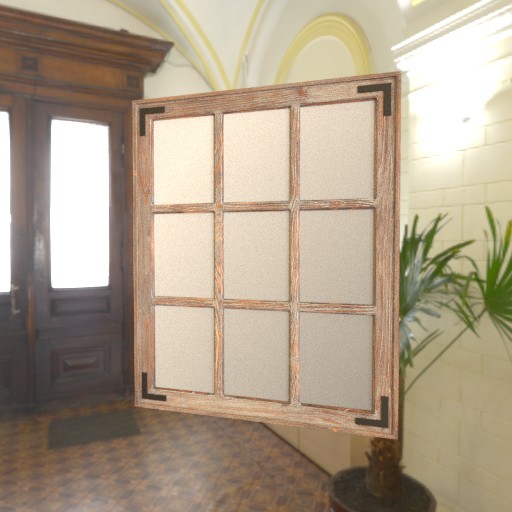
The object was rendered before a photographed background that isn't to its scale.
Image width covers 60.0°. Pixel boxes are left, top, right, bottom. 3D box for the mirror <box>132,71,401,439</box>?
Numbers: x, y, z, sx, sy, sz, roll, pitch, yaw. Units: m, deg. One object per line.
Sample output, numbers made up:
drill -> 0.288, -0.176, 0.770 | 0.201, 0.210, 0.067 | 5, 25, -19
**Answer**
mirror -> 0.000, 0.000, 1.185 | 0.730, 0.882, 0.032 | 1, 2, 17
